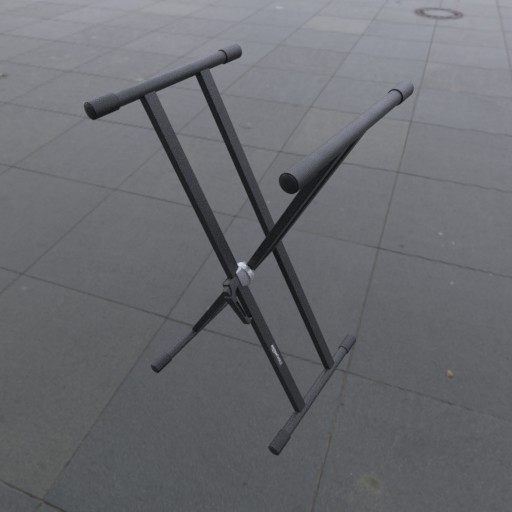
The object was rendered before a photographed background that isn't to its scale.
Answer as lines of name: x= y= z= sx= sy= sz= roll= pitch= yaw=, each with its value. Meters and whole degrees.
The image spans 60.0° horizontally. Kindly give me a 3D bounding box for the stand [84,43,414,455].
stand: x=0.000 y=0.000 z=1.207 sx=0.503 sy=0.900 sz=0.495 roll=25 pitch=47 yaw=26
